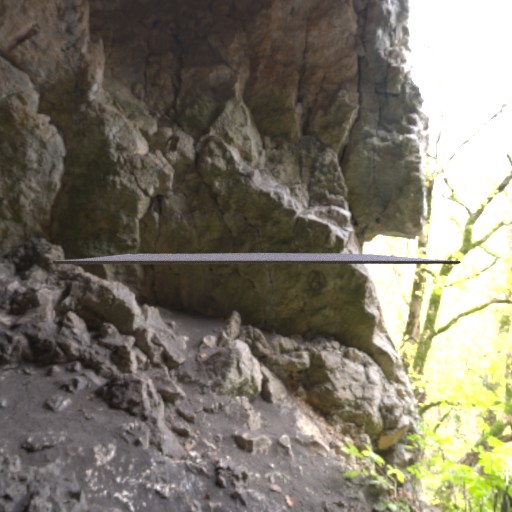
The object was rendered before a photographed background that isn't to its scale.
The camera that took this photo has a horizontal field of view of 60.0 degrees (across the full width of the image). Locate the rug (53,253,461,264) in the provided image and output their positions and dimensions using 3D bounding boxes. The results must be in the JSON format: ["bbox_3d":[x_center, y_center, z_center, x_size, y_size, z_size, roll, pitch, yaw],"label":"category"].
[{"bbox_3d":[0.000,0.000,2.858,1.596,0.030,2.283,0,1,0],"label":"rug"}]
